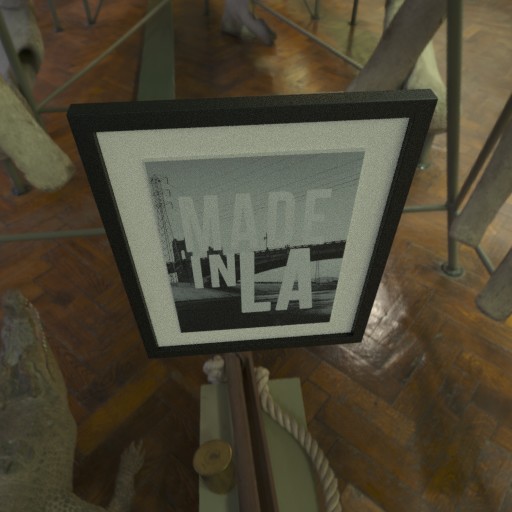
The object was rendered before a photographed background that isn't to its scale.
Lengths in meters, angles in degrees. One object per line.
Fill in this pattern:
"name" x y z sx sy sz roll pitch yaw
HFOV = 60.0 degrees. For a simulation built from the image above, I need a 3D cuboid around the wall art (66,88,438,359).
"wall art" 0.000 0.000 0.753 0.457 0.559 0.028 -4 47 -3
